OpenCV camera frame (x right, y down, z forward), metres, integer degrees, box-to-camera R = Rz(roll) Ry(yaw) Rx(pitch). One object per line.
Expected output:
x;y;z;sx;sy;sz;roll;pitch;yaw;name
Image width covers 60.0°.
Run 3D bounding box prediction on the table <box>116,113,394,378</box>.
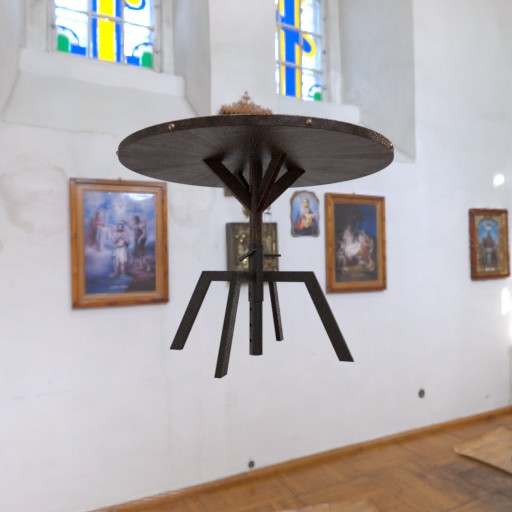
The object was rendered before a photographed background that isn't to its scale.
0.000;0.000;1.482;0.885;0.658;0.885;0;-1;0;table
